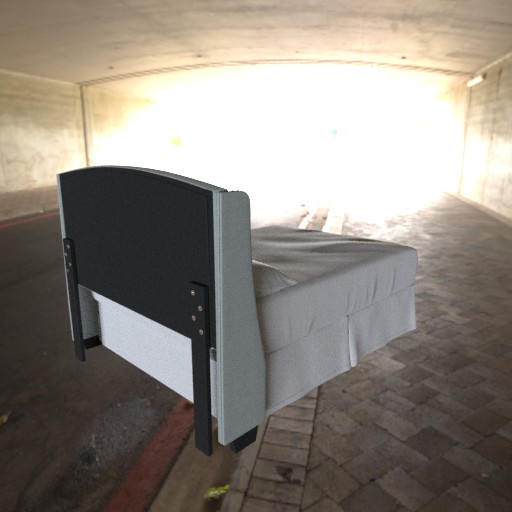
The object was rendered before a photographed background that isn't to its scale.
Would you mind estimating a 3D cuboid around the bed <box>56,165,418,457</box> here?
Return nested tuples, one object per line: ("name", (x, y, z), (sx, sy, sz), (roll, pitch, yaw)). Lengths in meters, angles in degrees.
("bed", (0.000, 0.000, 3.346), (1.710, 1.407, 2.237), (14, 20, 43))
